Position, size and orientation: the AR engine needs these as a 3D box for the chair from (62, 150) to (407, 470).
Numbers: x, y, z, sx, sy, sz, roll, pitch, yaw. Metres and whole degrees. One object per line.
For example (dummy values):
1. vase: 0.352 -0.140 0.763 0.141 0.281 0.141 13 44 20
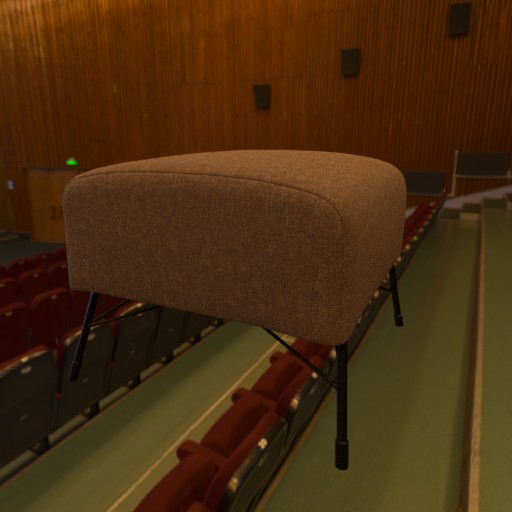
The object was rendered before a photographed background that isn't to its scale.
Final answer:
1. chair: 0.000 0.000 0.887 0.530 0.410 0.530 8 18 25
